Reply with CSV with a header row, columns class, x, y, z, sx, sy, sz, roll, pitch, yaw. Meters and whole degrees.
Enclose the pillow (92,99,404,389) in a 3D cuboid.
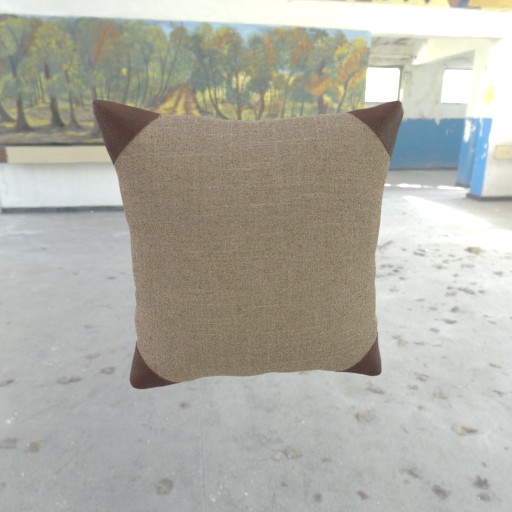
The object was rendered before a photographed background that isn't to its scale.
class,x,y,z,sx,sy,sz,roll,pitch,yaw
pillow,0.000,0.000,0.672,0.437,0.448,0.147,-2,17,-8
